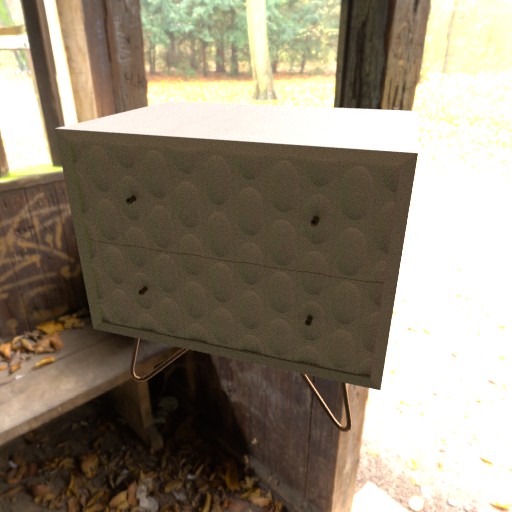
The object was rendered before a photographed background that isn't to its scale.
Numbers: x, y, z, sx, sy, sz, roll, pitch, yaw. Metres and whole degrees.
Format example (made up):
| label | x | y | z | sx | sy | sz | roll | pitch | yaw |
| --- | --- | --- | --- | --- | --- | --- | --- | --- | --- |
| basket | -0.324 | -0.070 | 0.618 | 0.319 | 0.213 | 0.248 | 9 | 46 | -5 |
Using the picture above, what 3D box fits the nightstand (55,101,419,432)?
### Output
| label | x | y | z | sx | sy | sz | roll | pitch | yaw |
| --- | --- | --- | --- | --- | --- | --- | --- | --- | --- |
| nightstand | 0.000 | 0.000 | 1.013 | 0.614 | 0.604 | 0.447 | 8 | 27 | 16 |
